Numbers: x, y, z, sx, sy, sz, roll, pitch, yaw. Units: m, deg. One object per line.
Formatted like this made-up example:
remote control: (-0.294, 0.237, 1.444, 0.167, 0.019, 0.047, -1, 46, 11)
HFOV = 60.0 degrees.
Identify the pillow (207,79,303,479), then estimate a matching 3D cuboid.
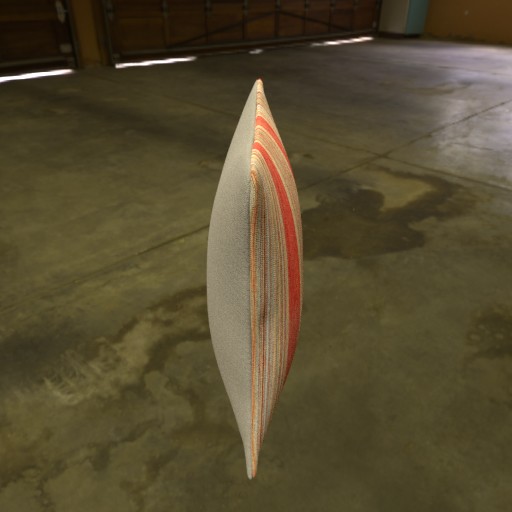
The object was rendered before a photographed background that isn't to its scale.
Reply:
pillow: (0.000, 0.000, 0.646, 0.136, 0.419, 0.437, 1, 31, 1)
